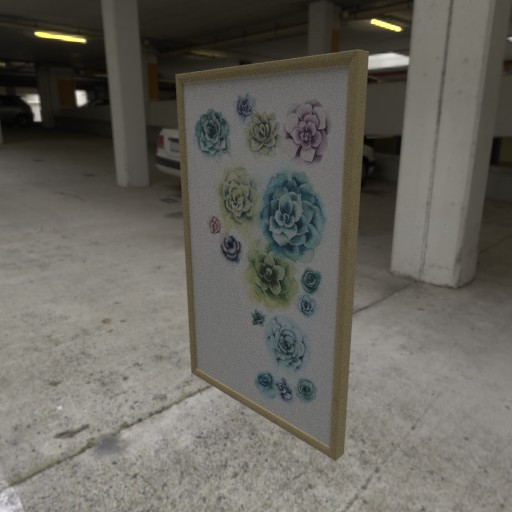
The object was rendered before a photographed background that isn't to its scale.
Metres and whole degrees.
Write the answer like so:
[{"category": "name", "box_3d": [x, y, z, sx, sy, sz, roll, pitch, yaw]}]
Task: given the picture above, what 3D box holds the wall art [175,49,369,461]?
[{"category": "wall art", "box_3d": [0.000, 0.000, 1.018, 0.510, 0.810, 0.039, 15, 22, 43]}]
